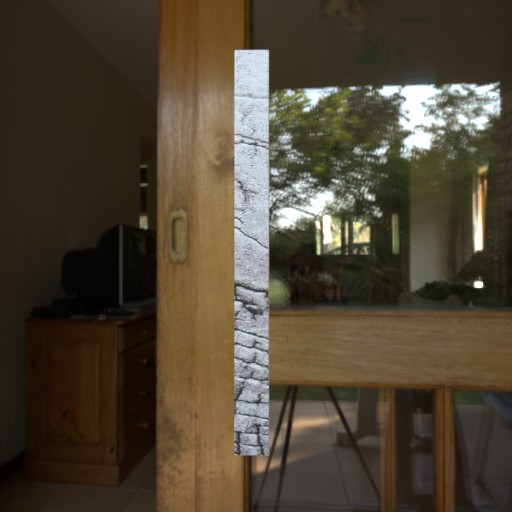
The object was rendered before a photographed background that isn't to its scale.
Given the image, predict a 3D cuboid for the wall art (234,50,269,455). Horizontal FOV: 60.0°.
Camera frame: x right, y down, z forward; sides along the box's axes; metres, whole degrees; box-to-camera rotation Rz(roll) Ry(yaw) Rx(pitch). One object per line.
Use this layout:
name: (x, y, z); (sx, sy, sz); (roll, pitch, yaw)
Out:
wall art: (0.000, 0.000, 0.751); (0.035, 0.407, 0.613); (0, -1, 1)
